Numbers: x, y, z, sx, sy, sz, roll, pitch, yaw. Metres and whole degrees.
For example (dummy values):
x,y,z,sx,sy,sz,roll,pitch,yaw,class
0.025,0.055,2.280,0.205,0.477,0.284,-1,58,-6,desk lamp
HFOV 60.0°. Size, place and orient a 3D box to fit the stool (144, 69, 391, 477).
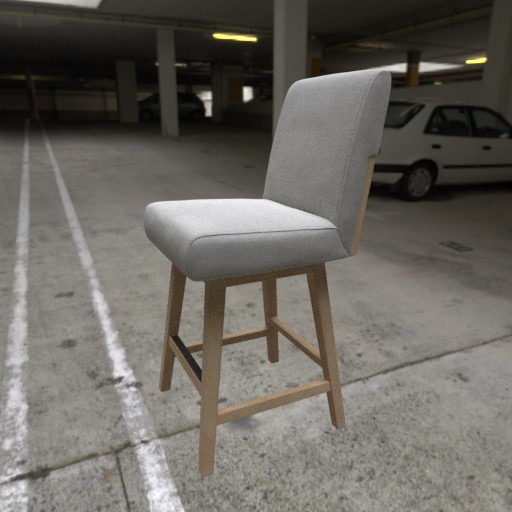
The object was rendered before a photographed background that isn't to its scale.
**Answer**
x,y,z,sx,sy,sz,roll,pitch,yaw,class
0.000,0.000,1.396,0.606,1.085,0.507,-8,19,-25,stool
